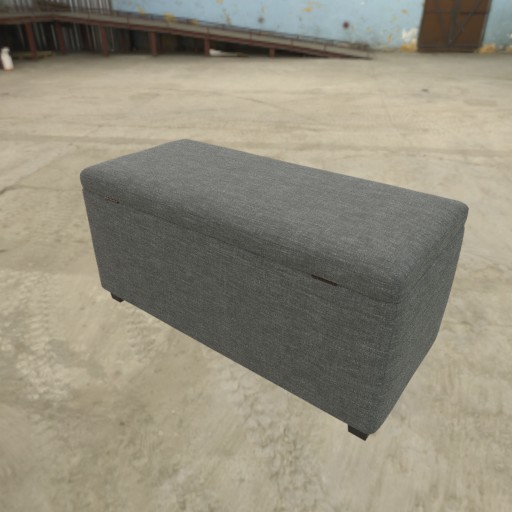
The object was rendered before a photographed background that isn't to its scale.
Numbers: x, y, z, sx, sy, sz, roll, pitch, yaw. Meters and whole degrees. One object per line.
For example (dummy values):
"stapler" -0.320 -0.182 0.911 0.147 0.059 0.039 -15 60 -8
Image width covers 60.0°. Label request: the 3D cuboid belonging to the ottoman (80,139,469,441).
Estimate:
"ottoman" 0.000 0.000 1.156 0.902 0.432 0.419 21 36 32
